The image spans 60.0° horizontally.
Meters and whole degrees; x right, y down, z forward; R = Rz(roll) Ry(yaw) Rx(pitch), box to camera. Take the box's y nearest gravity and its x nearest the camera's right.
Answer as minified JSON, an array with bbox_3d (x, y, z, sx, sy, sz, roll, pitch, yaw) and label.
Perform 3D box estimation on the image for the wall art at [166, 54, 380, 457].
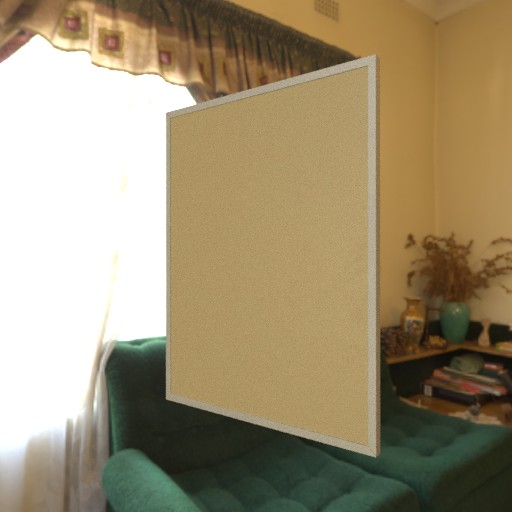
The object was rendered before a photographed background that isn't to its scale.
[{"bbox_3d":[0.000,0.000,1.390,0.789,1.042,0.034,0,0,36],"label":"wall art"}]
